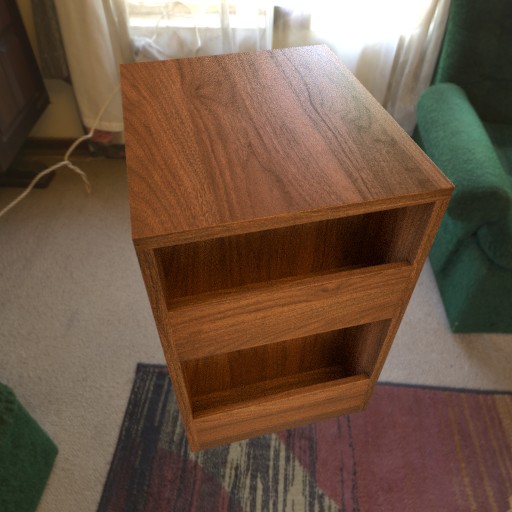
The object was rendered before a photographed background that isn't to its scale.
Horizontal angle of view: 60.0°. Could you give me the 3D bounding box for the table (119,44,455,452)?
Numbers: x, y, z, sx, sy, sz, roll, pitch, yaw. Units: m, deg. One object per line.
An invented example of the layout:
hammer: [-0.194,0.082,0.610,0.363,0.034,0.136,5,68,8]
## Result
table: [0.000,0.000,1.504,0.660,1.041,0.786,-10,47,-10]
